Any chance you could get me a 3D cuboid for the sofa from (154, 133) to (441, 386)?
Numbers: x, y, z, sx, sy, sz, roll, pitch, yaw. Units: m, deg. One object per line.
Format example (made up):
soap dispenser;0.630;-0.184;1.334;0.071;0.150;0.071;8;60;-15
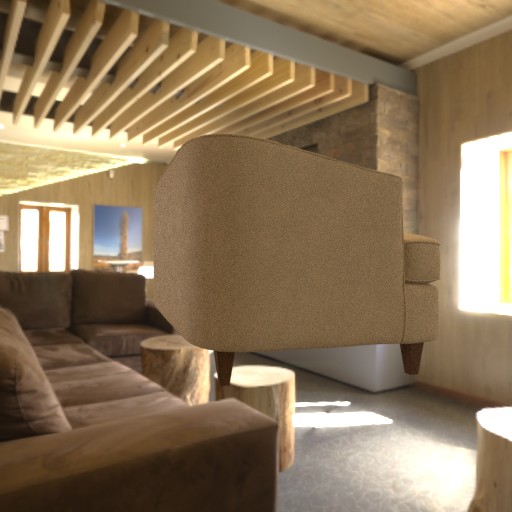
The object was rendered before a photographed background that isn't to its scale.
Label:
sofa;0.000;0.000;2.304;0.940;0.878;1.731;0;0;-18
